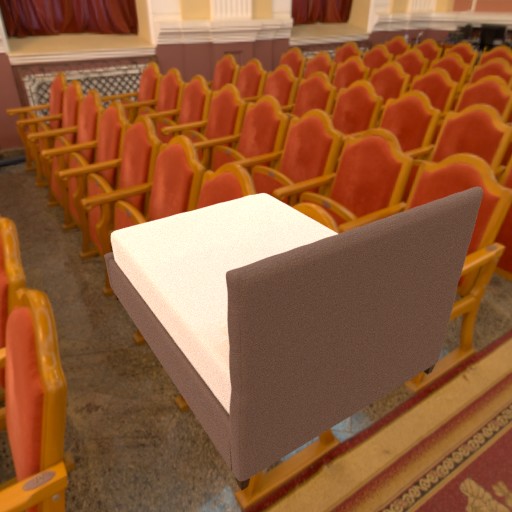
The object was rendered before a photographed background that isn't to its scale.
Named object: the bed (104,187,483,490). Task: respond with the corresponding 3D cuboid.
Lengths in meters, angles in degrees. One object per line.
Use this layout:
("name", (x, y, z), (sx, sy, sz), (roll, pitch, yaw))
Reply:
("bed", (0.000, 0.000, 3.268), (1.696, 1.426, 2.233), (-18, 35, -28))
